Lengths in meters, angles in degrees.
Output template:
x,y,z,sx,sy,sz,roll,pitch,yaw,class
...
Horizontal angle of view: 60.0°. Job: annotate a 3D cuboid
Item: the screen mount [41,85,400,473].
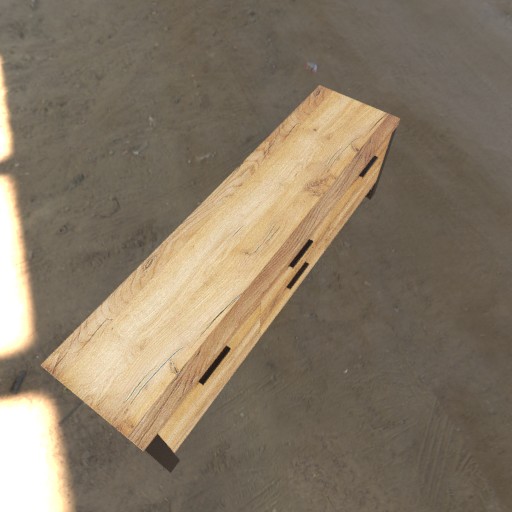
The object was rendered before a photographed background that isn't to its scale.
x,y,z,sx,sy,sz,roll,pitch,yaw,class
0.000,0.000,1.701,0.395,0.450,1.524,30,62,18,screen mount
